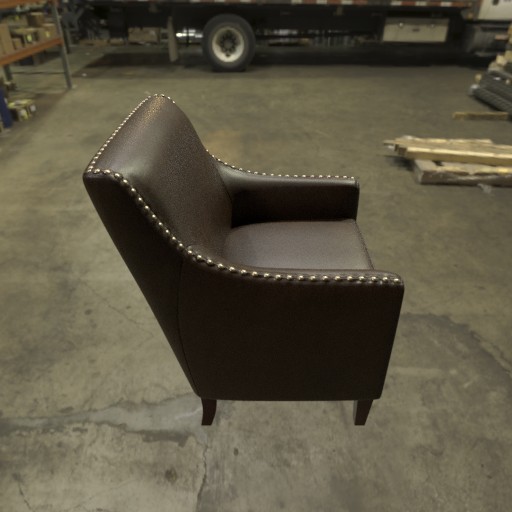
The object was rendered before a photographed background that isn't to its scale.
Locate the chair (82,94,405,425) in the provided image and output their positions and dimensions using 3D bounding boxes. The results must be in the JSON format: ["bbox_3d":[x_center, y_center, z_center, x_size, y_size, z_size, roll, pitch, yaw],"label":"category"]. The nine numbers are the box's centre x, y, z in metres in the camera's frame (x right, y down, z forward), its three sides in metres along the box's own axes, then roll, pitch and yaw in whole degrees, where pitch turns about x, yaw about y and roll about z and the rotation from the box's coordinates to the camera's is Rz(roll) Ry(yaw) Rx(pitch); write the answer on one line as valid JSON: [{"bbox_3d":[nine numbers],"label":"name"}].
[{"bbox_3d":[0.000,0.000,1.325,0.704,0.813,0.639,0,34,0],"label":"chair"}]
